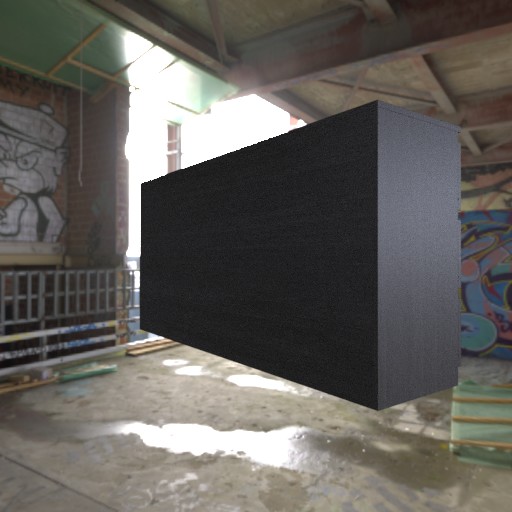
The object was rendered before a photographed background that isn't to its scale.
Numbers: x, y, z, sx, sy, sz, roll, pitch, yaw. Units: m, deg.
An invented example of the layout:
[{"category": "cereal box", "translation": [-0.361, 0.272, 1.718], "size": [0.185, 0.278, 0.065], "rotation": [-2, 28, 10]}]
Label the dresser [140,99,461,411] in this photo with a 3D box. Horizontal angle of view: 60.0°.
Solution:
[{"category": "dresser", "translation": [0.000, 0.000, 1.889], "size": [0.400, 0.795, 1.590], "rotation": [0, 0, -36]}]
